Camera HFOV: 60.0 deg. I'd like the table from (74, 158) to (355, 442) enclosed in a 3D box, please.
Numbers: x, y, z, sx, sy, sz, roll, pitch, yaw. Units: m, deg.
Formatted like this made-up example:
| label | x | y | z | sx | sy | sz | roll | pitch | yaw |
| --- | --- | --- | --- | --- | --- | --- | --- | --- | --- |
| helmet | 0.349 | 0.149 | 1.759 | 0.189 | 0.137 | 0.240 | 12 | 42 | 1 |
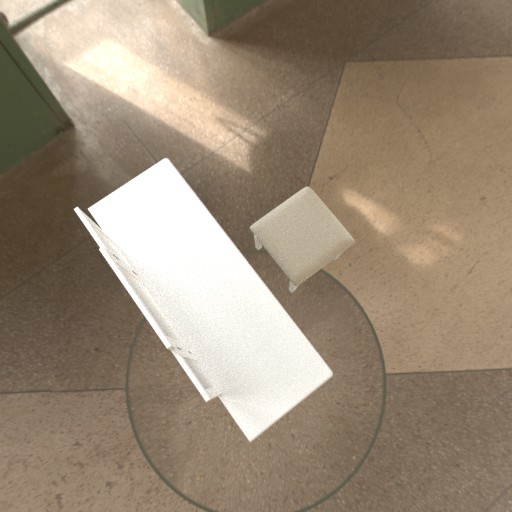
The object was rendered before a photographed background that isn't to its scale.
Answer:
| label | x | y | z | sx | sy | sz | roll | pitch | yaw |
| --- | --- | --- | --- | --- | --- | --- | --- | --- | --- |
| table | 0.000 | 0.000 | 2.266 | 1.115 | 1.310 | 1.369 | -36 | 78 | -9 |
